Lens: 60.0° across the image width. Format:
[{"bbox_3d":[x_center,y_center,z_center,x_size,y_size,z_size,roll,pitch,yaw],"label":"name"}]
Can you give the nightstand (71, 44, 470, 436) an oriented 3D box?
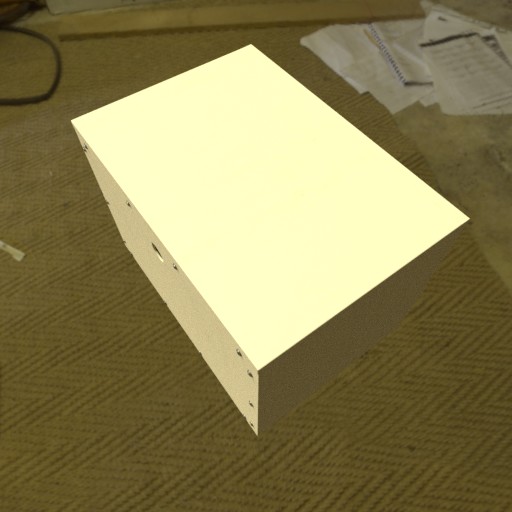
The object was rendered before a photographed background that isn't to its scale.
[{"bbox_3d":[0.000,0.000,1.048,0.447,0.604,0.614,-32,62,-19],"label":"nightstand"}]
